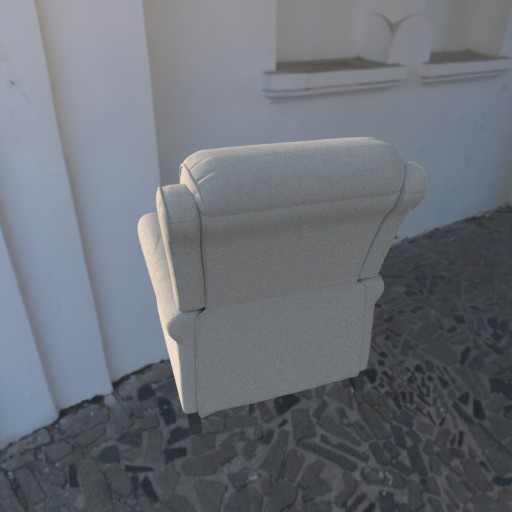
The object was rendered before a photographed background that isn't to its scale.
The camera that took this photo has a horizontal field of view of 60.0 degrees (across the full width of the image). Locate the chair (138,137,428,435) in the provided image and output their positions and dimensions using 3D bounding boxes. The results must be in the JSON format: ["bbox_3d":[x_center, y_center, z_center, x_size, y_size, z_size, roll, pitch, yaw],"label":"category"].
[{"bbox_3d":[0.000,0.000,1.777,0.859,1.046,0.919,-9,28,-17],"label":"chair"}]
